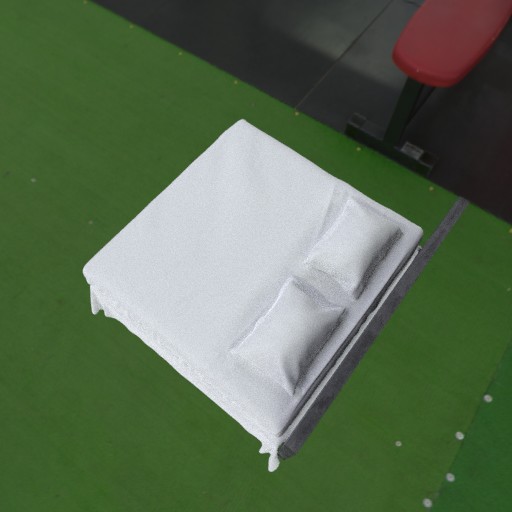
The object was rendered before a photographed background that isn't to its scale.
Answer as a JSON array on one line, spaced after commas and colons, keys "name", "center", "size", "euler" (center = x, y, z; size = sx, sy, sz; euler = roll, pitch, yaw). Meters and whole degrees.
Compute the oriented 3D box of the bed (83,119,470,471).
[{"name": "bed", "center": [0.000, 0.000, 3.483], "size": [2.165, 1.158, 2.255], "euler": [35, 69, 16]}]
